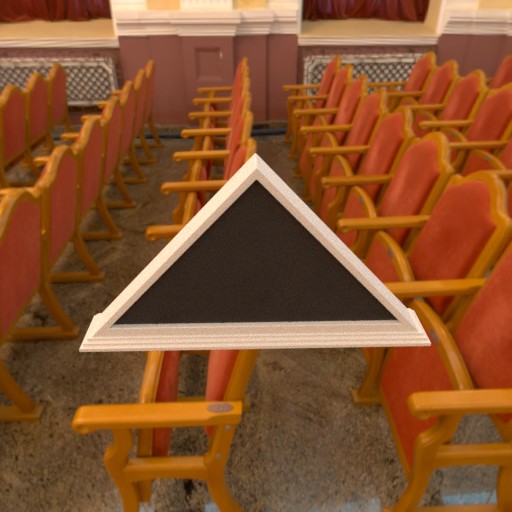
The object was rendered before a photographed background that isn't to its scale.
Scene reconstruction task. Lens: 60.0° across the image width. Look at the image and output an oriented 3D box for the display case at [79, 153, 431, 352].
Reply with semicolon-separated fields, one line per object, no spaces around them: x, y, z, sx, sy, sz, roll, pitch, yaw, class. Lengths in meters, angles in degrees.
0.000;0.000;0.759;0.640;0.340;0.095;-1;32;-1;display case
